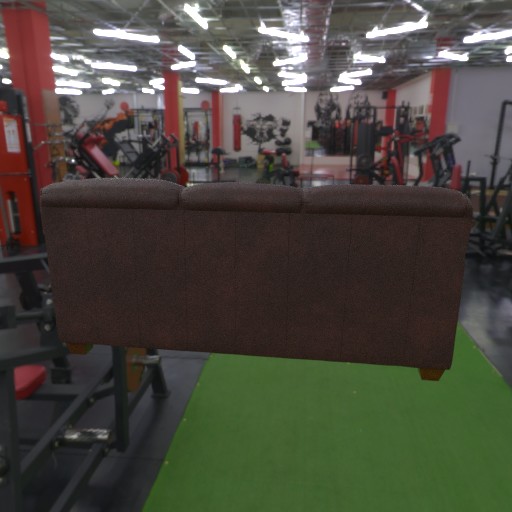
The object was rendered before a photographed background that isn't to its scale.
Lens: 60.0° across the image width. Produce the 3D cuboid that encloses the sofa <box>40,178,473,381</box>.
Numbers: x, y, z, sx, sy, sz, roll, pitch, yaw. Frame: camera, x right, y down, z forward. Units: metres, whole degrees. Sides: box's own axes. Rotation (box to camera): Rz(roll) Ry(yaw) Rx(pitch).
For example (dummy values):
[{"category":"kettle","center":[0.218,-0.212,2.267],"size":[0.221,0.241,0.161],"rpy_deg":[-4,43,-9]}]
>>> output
[{"category":"sofa","center":[0.000,0.000,2.577],"size":[2.039,0.953,1.008],"rpy_deg":[2,16,8]}]
